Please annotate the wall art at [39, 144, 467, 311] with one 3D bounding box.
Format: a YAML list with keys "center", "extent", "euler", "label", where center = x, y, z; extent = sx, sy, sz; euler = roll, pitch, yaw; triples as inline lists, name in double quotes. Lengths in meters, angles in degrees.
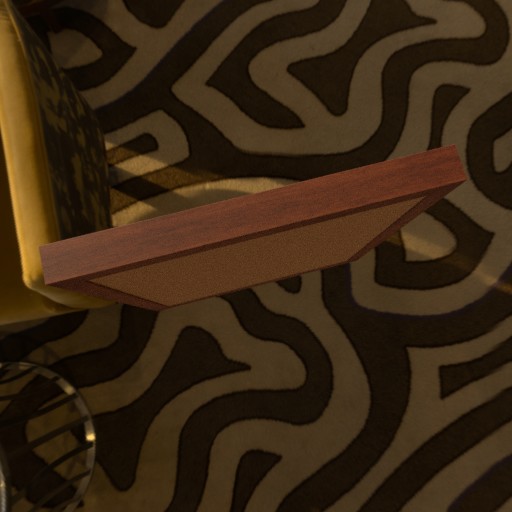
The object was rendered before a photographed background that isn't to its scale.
- center: [0.000, 0.000, 0.526]
  extent: [0.330, 0.381, 0.030]
  euler: [-14, 80, -2]
  label: "wall art"
